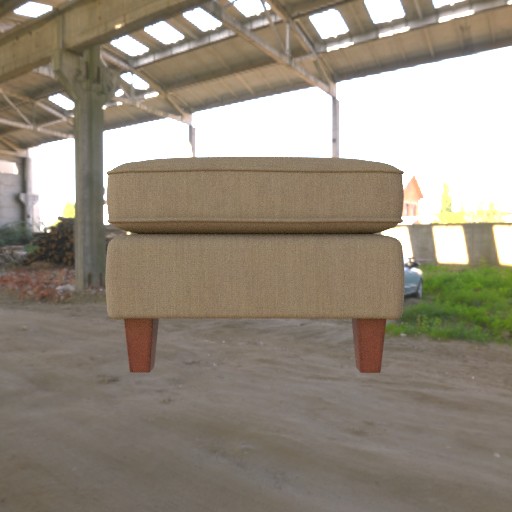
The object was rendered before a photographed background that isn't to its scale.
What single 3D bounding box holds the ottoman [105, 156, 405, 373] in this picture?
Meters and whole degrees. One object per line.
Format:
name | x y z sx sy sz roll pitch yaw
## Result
ottoman | 0.000 0.000 1.354 0.636 0.480 0.941 0 1 0
